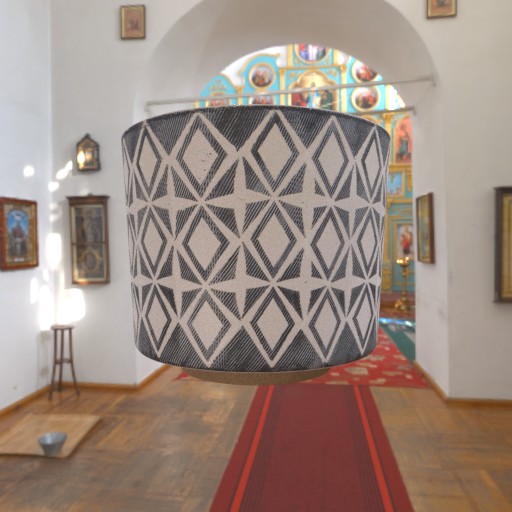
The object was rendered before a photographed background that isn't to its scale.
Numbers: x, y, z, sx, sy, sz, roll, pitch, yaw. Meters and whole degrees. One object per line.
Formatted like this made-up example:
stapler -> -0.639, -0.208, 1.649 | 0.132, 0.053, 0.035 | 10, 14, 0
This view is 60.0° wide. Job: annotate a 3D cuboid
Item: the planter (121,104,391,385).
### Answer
planter -> 0.000, 0.000, 0.448 | 0.260, 0.220, 0.260 | 0, 0, 0
